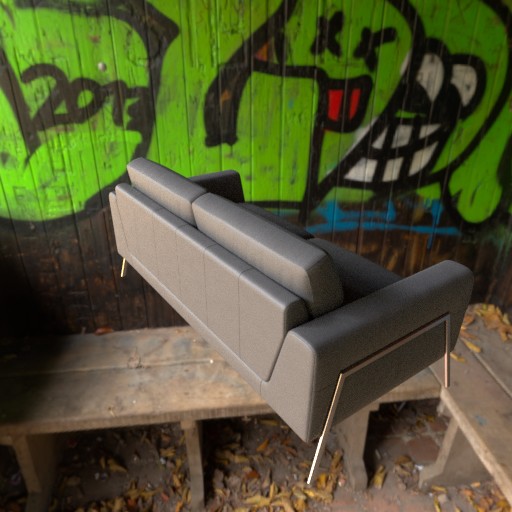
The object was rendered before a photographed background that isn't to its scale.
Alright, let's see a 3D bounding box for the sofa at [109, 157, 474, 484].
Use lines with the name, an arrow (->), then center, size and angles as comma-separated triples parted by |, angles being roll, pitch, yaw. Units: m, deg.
sofa -> 0.000, 0.000, 2.485 | 0.953, 0.875, 2.017 | -18, 32, -31
